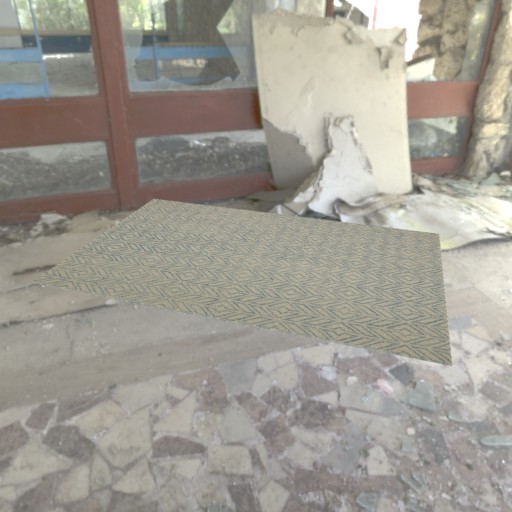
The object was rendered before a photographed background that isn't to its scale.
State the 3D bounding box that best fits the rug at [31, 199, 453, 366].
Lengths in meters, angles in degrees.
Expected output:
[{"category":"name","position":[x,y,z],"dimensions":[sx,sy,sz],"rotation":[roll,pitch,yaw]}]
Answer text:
[{"category":"rug","position":[0.000,0.000,3.063],"dimensions":[2.441,0.008,1.526],"rotation":[9,29,16]}]
